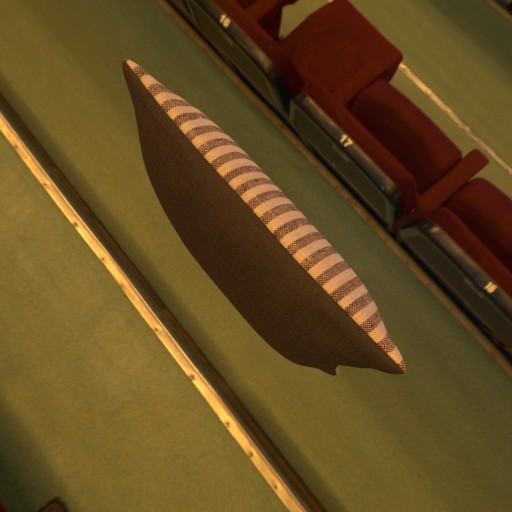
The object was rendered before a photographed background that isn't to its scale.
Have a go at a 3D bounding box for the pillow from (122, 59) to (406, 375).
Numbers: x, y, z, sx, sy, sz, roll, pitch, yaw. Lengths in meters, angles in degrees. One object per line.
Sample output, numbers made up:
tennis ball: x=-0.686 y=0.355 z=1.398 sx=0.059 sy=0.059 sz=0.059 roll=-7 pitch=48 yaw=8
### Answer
pillow: x=0.000 y=0.000 z=0.767 sx=0.166 sy=0.506 sz=0.523 roll=-39 pitch=78 yaw=-10
